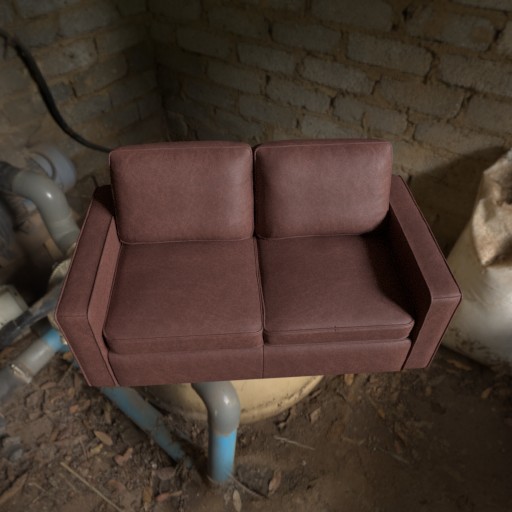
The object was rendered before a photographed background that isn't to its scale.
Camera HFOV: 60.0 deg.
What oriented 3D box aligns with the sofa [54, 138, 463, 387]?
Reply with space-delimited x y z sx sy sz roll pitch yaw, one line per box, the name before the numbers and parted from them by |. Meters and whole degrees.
sofa | 0.000 0.000 2.233 1.709 0.918 0.947 -3 45 -3
